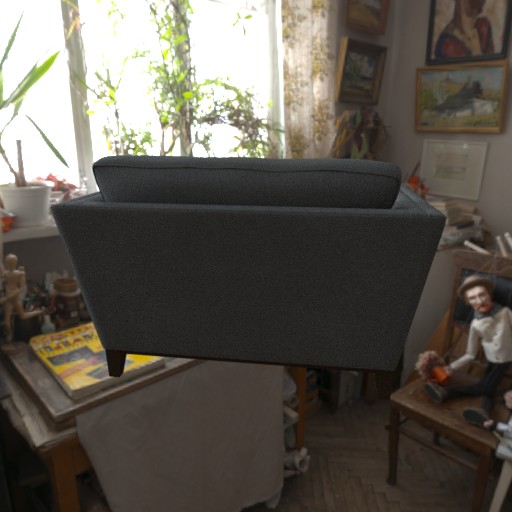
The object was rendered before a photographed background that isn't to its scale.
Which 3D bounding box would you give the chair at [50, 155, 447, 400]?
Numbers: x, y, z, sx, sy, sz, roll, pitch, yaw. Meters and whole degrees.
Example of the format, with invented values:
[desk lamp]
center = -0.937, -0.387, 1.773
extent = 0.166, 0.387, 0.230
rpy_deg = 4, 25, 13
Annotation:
[chair]
center = 0.000, 0.000, 2.065
extent = 1.396, 0.942, 0.965
rpy_deg = 2, 16, 8
